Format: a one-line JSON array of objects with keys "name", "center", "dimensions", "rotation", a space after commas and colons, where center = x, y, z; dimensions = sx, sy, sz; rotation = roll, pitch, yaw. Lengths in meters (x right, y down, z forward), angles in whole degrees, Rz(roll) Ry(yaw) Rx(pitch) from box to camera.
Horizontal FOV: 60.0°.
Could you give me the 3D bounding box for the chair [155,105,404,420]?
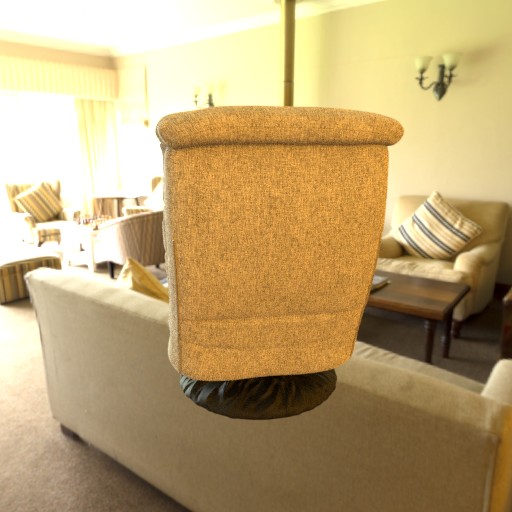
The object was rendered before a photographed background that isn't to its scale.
[{"name": "chair", "center": [0.000, 0.000, 0.992], "dimensions": [0.400, 0.600, 0.583], "rotation": [-2, 14, -9]}]
